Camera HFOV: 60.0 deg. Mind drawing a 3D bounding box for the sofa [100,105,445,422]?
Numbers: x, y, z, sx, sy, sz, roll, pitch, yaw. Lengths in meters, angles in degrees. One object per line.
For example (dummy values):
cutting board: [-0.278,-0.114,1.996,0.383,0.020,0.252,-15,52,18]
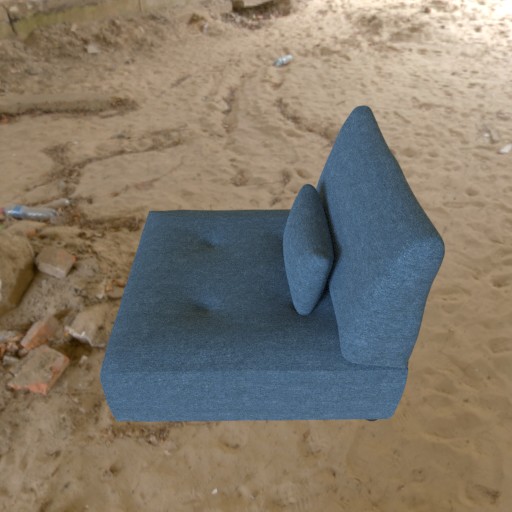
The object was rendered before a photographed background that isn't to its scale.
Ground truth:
sofa: [0.000,0.000,1.676,1.000,0.820,0.930,0,40,0]
